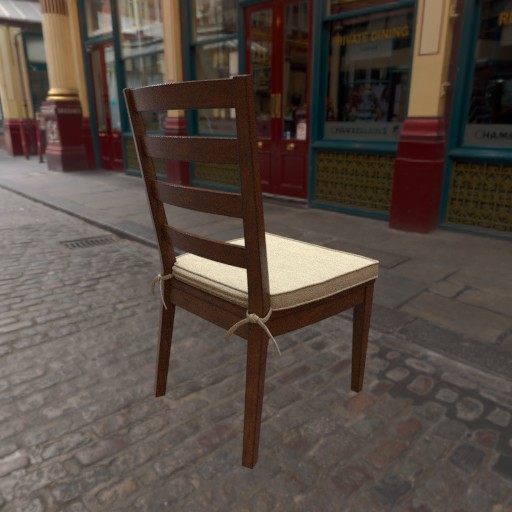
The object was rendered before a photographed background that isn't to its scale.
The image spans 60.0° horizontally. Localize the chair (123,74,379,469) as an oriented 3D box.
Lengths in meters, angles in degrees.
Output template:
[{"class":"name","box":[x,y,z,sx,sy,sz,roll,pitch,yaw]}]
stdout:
[{"class":"chair","box":[0.000,0.000,1.376,0.595,0.979,0.593,-15,22,-42]}]
